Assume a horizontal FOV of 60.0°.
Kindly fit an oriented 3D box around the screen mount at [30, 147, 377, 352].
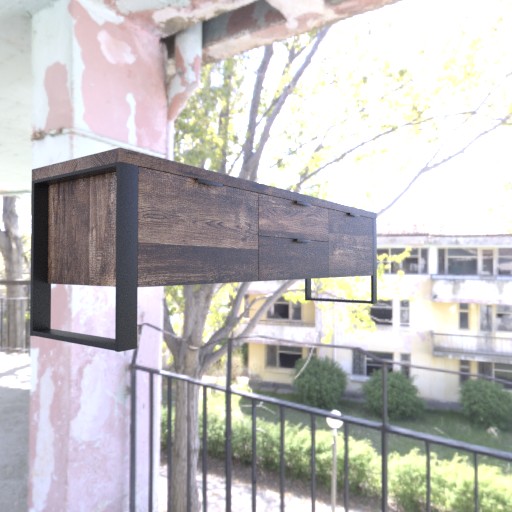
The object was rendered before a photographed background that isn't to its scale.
[{"bbox_3d":[0.000,0.000,1.698,0.395,0.450,1.524,-1,-1,36],"label":"screen mount"}]
